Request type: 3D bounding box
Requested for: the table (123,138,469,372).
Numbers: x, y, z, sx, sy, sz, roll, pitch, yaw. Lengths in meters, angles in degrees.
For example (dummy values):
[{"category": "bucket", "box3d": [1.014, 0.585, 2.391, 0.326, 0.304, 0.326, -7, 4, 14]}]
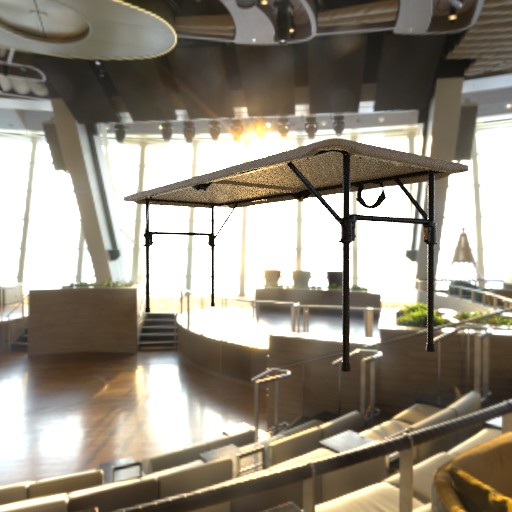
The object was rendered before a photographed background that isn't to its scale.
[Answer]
[{"category": "table", "box3d": [0.000, 0.000, 2.242, 0.761, 0.719, 1.829, -1, 1, -36]}]
